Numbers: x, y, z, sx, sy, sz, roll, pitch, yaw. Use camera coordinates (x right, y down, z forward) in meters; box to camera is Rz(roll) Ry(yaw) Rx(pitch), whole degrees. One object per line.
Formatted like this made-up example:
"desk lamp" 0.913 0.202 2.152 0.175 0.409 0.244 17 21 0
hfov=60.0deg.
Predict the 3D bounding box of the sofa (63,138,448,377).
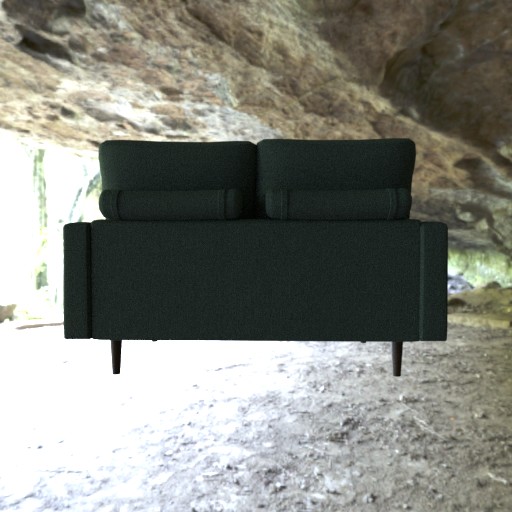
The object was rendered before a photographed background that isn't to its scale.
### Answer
"sofa" 0.000 0.000 1.987 1.407 0.907 0.842 0 1 1
